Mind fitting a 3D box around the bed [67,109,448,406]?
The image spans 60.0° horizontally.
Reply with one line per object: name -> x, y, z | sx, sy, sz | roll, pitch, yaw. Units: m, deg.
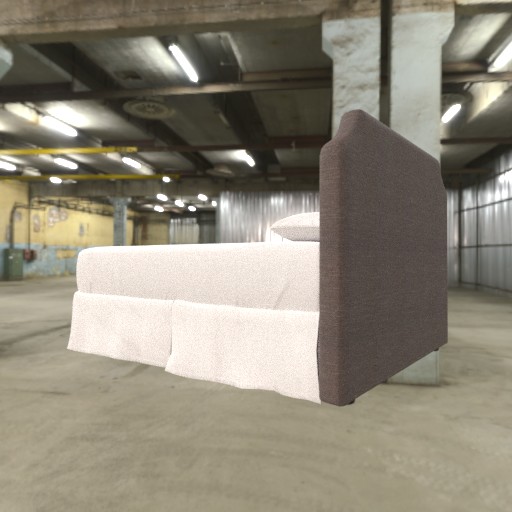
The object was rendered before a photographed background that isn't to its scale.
bed -> 0.000, 0.000, 3.062 | 2.116, 1.290, 1.693 | 0, 0, 37
